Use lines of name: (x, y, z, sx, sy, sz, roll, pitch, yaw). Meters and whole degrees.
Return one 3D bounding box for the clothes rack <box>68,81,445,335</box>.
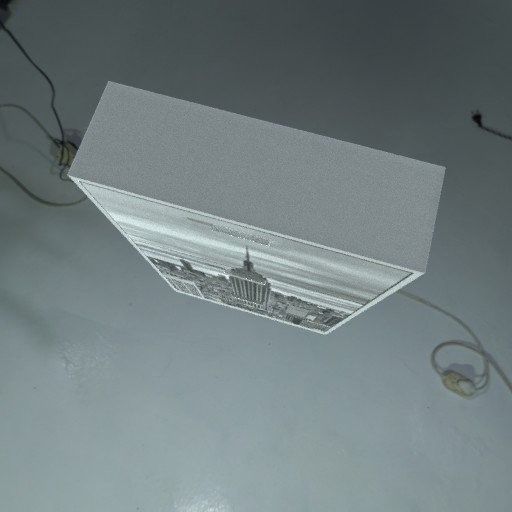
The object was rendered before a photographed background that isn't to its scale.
clothes rack: (0.000, 0.000, 1.536, 0.750, 1.280, 0.250, 16, 75, 4)
